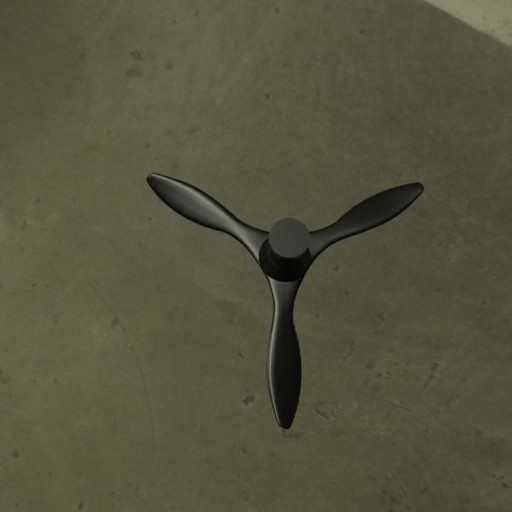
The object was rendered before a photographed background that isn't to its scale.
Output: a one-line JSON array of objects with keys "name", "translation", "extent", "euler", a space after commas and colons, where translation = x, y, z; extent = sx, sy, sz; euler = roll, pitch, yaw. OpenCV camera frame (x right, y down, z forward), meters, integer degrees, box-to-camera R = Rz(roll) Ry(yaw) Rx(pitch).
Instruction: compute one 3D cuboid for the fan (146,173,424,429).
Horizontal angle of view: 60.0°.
[{"name": "fan", "translation": [0.000, 0.000, 1.623], "extent": [1.067, 0.305, 1.067], "euler": [19, 76, 5]}]
